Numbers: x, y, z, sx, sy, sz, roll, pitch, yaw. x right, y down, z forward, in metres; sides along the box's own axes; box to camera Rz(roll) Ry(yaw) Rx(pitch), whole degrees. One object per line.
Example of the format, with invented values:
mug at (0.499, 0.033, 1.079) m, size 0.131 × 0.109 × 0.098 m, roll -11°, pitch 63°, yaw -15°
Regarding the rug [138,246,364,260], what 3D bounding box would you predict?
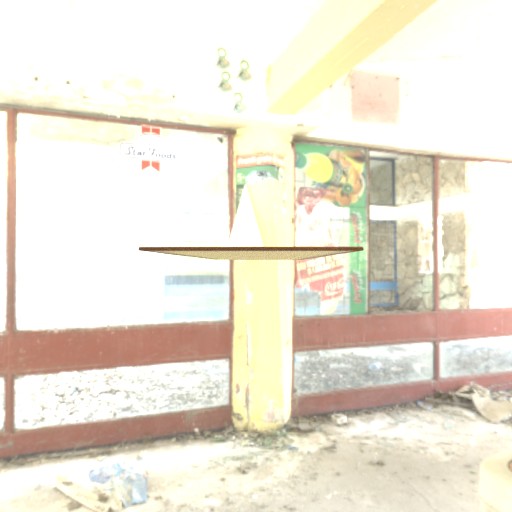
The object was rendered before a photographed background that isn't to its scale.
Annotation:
rug at (0.000, 0.000, 2.702) m, size 0.764 × 0.017 × 2.439 m, roll 0°, pitch -1°, yaw 1°
